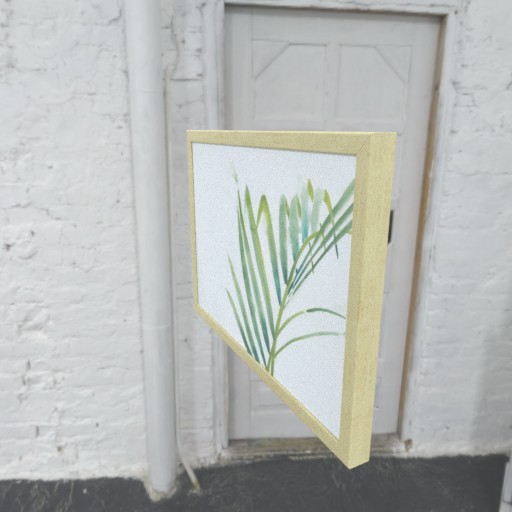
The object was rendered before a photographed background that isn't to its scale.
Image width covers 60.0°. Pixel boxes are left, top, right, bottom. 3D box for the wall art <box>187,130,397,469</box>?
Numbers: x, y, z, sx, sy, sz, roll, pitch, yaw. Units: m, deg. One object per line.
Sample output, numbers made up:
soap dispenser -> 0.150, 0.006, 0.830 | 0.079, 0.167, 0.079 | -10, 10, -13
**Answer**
wall art -> 0.000, 0.000, 0.701 | 0.032, 0.381, 0.533 | -8, 18, -26
